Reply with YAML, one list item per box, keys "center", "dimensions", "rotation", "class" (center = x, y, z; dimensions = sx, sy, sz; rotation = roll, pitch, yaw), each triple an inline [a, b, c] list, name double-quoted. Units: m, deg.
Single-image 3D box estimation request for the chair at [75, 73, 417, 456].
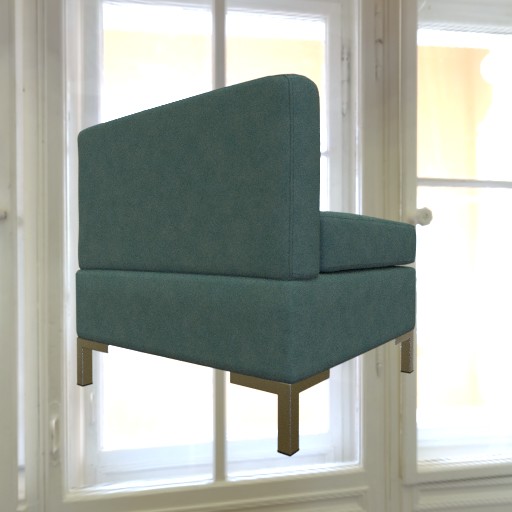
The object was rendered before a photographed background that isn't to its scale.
- center: [0.000, 0.000, 1.197]
  dimensions: [0.684, 0.660, 0.685]
  rotation: [1, 1, 37]
  class: "chair"
